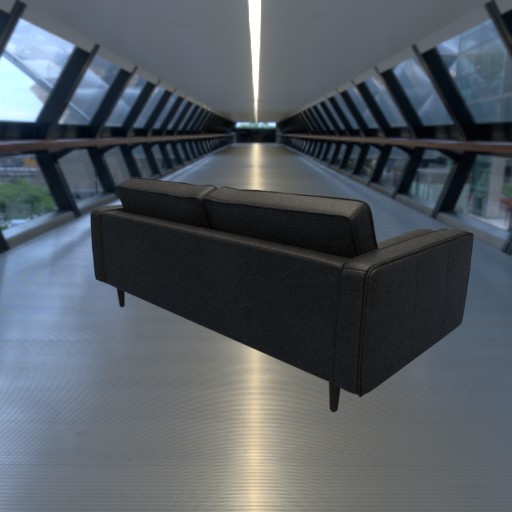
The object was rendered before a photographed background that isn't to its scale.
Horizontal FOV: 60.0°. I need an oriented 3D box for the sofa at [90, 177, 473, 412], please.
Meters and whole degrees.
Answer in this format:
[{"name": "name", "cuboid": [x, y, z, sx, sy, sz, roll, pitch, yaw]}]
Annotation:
[{"name": "sofa", "cuboid": [0.000, 0.000, 2.320, 1.879, 0.770, 0.921, 14, 20, 43]}]
